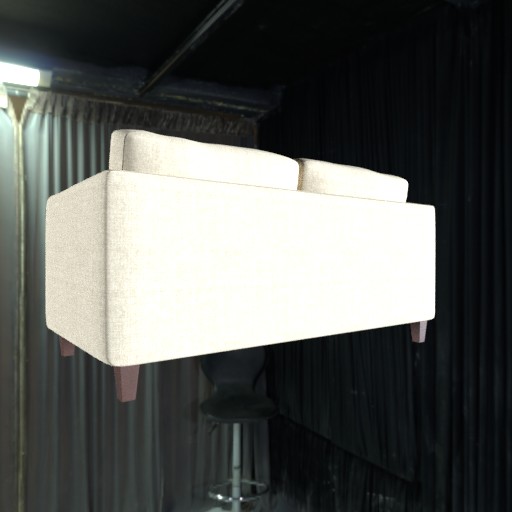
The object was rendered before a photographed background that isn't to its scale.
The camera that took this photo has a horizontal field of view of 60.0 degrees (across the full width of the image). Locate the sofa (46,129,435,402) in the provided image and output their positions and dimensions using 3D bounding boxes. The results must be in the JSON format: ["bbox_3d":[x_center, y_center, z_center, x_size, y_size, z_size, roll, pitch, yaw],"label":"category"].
[{"bbox_3d":[0.000,0.000,2.328,1.884,0.963,0.950,0,0,-36],"label":"sofa"}]
